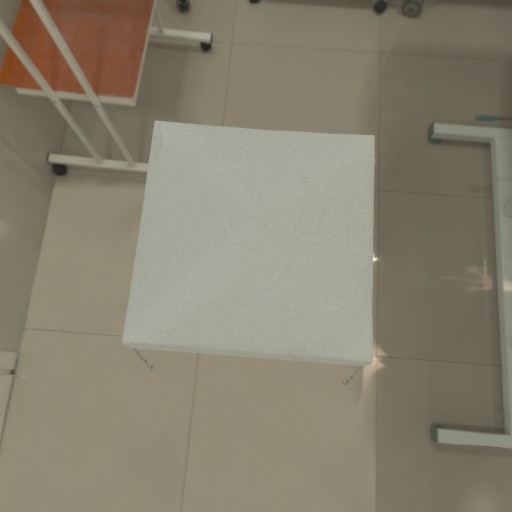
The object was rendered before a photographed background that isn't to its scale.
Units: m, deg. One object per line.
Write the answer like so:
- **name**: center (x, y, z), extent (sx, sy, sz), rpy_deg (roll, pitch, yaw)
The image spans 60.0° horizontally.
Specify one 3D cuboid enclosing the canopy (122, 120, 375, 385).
- **canopy**: center (0.000, 0.000, 5.291), extent (2.848, 2.849, 2.849), rpy_deg (4, 76, 1)
